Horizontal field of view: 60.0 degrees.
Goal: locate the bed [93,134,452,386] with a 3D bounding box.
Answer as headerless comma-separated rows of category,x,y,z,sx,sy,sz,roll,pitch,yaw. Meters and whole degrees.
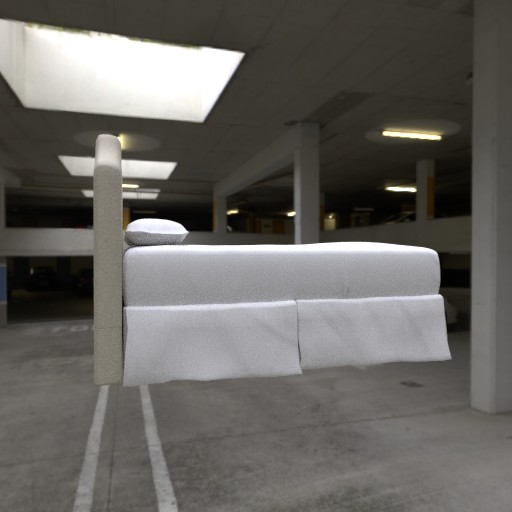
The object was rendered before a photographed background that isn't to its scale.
bed,0.000,0.000,3.203,2.116,1.290,1.693,0,1,-17
